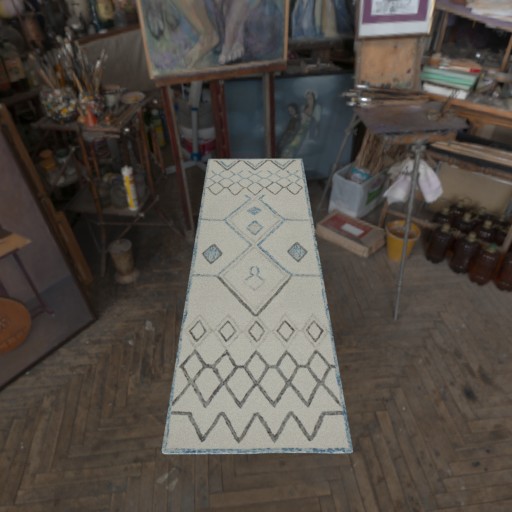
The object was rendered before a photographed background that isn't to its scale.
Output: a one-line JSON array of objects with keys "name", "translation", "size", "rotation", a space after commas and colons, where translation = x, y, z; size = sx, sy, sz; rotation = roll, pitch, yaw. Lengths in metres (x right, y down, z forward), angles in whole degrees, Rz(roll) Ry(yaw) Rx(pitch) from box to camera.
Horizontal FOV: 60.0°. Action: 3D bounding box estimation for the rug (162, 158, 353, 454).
[{"name": "rug", "translation": [0.000, 0.000, 2.700], "size": [0.770, 0.013, 2.434], "rotation": [0, 40, 0]}]
